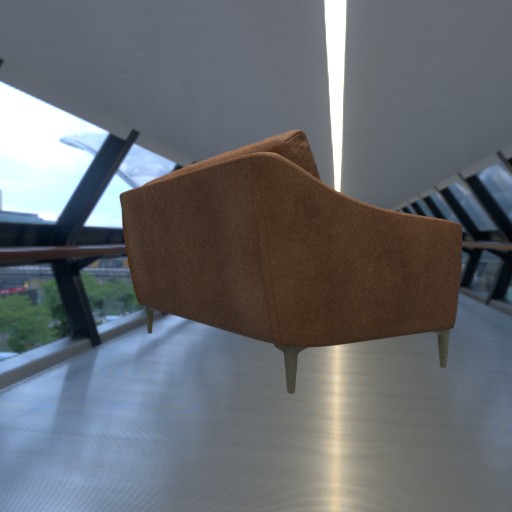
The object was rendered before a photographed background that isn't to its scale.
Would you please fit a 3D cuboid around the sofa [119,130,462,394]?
[{"bbox_3d":[0.000,0.000,2.189,0.960,0.902,1.619,-1,1,-35],"label":"sofa"}]
